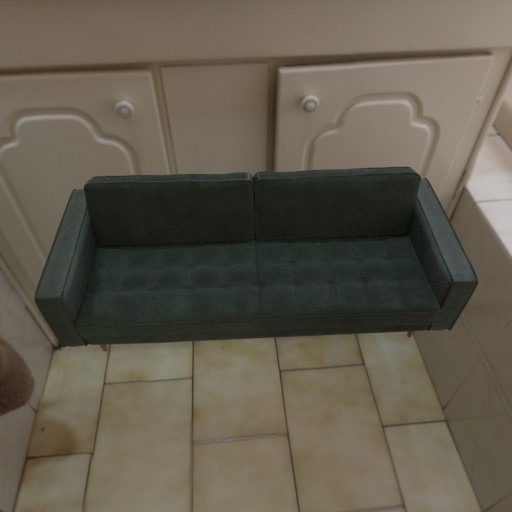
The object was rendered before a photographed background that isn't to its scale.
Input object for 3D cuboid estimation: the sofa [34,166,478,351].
[{"bbox_3d":[0.000,0.000,2.579,2.214,0.781,0.886,-2,47,-2],"label":"sofa"}]
